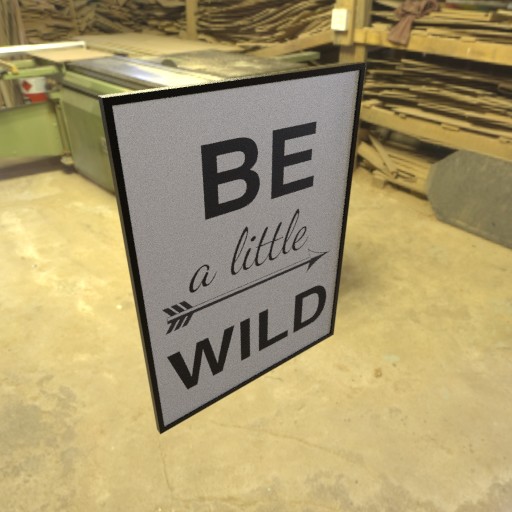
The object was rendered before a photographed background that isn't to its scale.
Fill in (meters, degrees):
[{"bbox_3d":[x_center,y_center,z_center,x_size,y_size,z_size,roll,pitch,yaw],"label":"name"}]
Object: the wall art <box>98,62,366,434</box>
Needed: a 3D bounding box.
[{"bbox_3d":[0.000,0.000,0.765,0.442,0.582,0.013,-22,37,-31],"label":"wall art"}]
